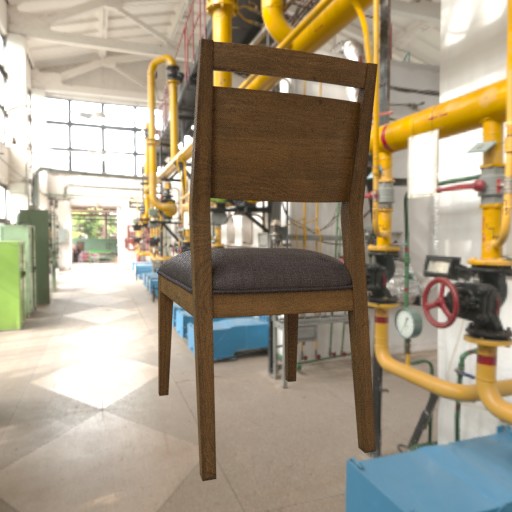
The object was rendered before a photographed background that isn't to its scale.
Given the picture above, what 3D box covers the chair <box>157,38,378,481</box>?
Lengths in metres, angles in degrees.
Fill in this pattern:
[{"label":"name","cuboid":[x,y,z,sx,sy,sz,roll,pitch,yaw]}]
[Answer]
[{"label":"chair","cuboid":[0.000,0.000,1.265,0.501,0.939,0.610,-1,2,-18]}]
